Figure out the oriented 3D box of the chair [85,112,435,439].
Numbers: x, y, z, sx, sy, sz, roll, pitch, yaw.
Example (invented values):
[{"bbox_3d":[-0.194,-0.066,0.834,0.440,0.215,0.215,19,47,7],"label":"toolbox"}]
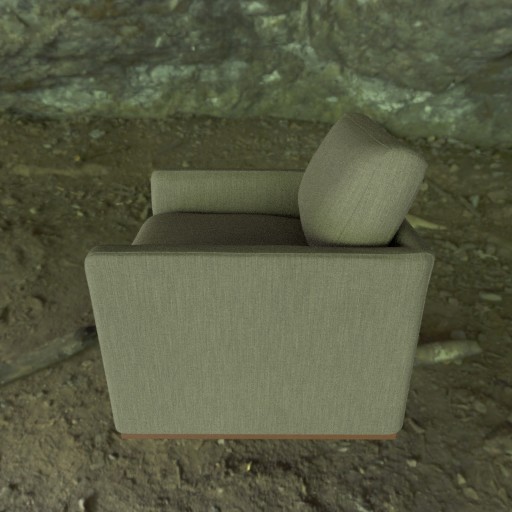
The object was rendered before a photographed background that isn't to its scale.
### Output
[{"bbox_3d":[0.000,0.000,1.417,0.834,0.811,0.763,0,26,0],"label":"chair"}]
